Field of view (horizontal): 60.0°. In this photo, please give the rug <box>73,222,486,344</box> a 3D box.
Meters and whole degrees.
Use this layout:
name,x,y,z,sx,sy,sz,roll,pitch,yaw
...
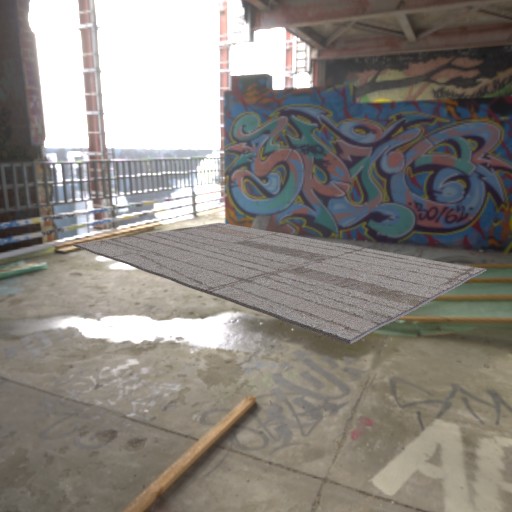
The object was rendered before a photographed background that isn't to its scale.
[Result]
name,x,y,z,sx,sy,sz,roll,pitch,yaw
rug,0.000,0.000,1.057,0.515,0.007,0.867,-13,19,-43
